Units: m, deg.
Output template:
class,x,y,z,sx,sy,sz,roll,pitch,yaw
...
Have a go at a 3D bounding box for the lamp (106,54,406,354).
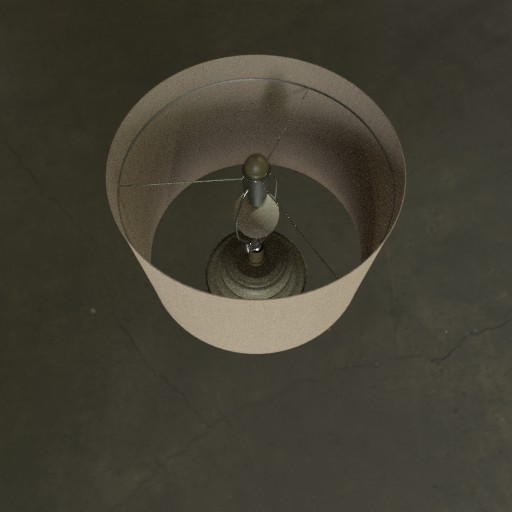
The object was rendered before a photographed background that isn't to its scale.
class,x,y,z,sx,sy,sz,roll,pitch,yaw
lamp,0.000,0.000,0.691,0.318,0.486,0.318,0,65,0
